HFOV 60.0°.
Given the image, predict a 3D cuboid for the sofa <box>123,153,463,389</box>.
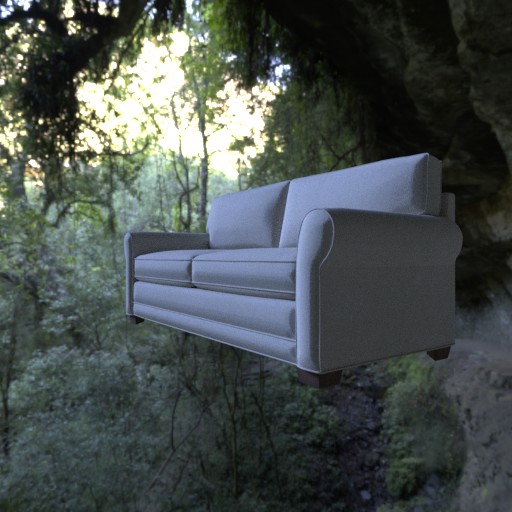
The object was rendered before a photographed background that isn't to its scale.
[{"bbox_3d":[0.000,0.000,2.636,0.901,0.962,2.146,0,0,-36],"label":"sofa"}]
